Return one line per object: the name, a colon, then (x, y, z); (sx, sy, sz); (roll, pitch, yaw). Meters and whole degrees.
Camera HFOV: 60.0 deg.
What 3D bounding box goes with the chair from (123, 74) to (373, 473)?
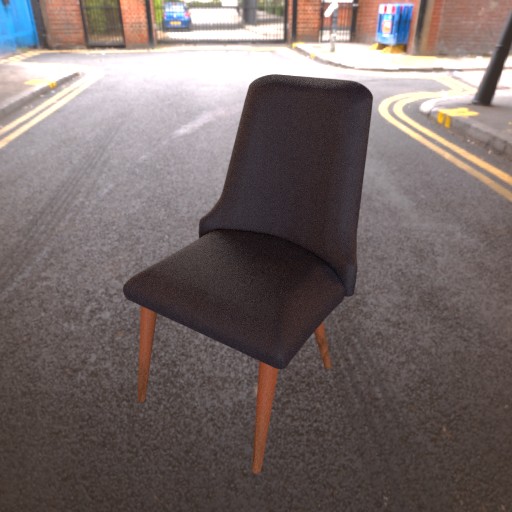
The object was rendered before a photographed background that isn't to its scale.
chair: (0.000, 0.000, 1.161); (0.504, 0.820, 0.567); (18, 34, 29)
